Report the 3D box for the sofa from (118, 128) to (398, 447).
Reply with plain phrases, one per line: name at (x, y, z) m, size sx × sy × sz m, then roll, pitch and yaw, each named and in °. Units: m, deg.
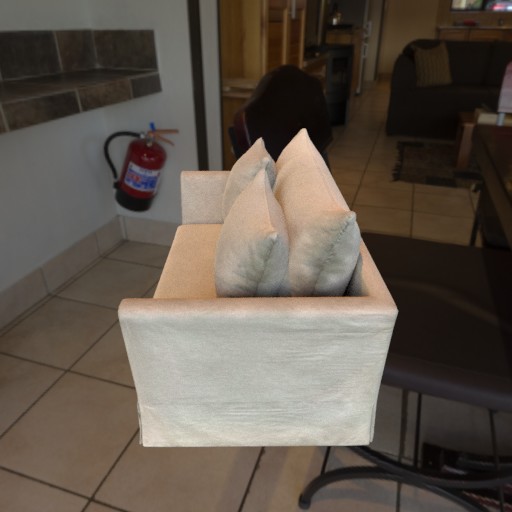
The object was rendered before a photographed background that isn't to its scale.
sofa at (0.000, 0.000, 2.311) m, size 1.035 × 1.040 × 1.608 m, roll 0°, pitch 28°, yaw 0°
